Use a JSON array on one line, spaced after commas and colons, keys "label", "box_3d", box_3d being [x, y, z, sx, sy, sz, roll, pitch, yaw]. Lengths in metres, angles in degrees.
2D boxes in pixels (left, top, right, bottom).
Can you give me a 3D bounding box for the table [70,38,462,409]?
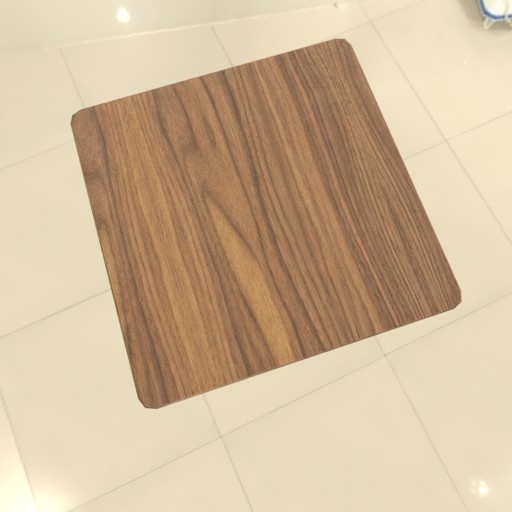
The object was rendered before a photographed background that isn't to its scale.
[{"label": "table", "box_3d": [0.000, 0.000, 0.979, 0.479, 0.641, 0.480, -17, 76, -4]}]
